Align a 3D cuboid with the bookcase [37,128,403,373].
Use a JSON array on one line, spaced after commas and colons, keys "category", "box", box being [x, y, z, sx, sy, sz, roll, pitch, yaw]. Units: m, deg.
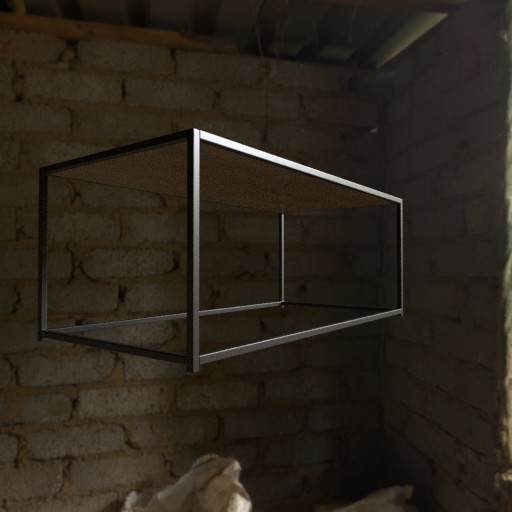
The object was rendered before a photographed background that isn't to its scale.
[{"category": "bookcase", "box": [0.000, 0.000, 1.266, 0.500, 0.400, 1.000, -1, -1, 37]}]
